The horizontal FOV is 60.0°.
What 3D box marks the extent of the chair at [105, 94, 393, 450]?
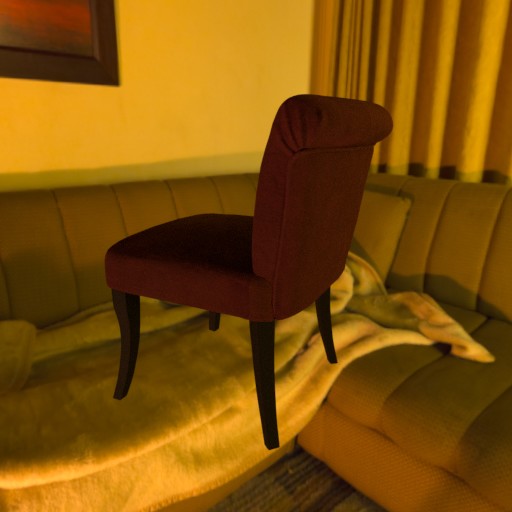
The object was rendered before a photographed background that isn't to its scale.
[{"bbox_3d":[0.000,0.000,1.153,0.605,0.750,0.582,8,18,26],"label":"chair"}]
